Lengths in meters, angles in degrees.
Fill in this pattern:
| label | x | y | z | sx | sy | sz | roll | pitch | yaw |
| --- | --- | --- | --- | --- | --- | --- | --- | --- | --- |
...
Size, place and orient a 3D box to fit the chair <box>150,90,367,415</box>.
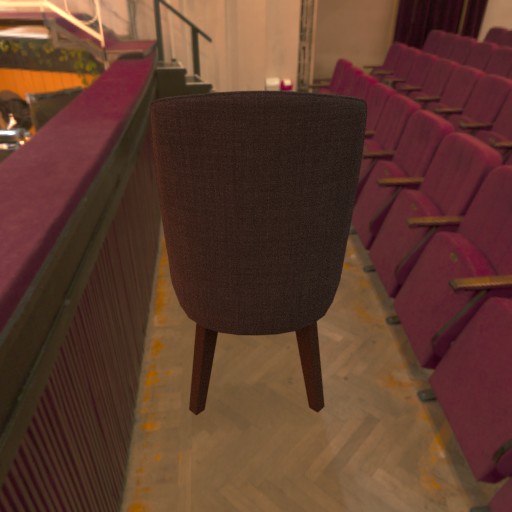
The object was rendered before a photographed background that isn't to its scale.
| label | x | y | z | sx | sy | sz | roll | pitch | yaw |
| --- | --- | --- | --- | --- | --- | --- | --- | --- | --- |
| chair | 0.000 | 0.000 | 1.331 | 0.510 | 1.050 | 0.577 | -1 | 31 | -1 |
